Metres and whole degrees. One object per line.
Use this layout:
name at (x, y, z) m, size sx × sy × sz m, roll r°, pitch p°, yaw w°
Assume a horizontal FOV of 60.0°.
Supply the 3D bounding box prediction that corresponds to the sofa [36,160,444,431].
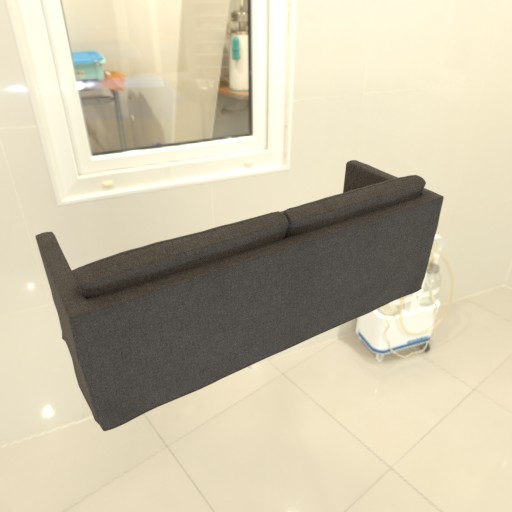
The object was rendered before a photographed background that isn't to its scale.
sofa at (0.000, 0.000, 3.278) m, size 2.779 × 0.998 × 1.036 m, roll -18°, pitch 36°, yaw -27°
